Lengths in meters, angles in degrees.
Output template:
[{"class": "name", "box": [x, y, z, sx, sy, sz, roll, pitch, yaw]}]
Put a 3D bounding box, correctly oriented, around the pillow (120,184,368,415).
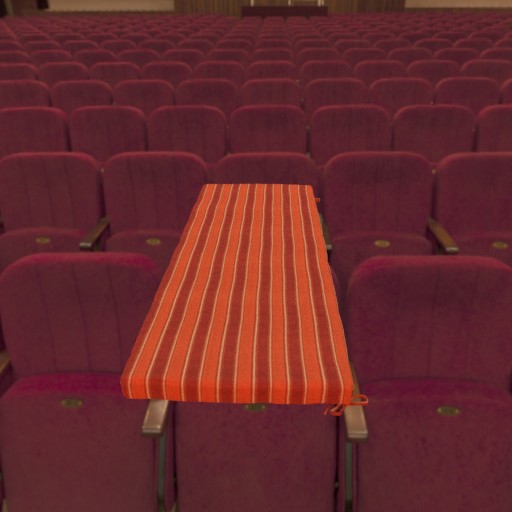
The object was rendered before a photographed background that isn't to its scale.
[{"class": "pillow", "box": [0.000, 0.000, 1.359, 0.492, 0.081, 1.187, 1, 28, 2]}]
